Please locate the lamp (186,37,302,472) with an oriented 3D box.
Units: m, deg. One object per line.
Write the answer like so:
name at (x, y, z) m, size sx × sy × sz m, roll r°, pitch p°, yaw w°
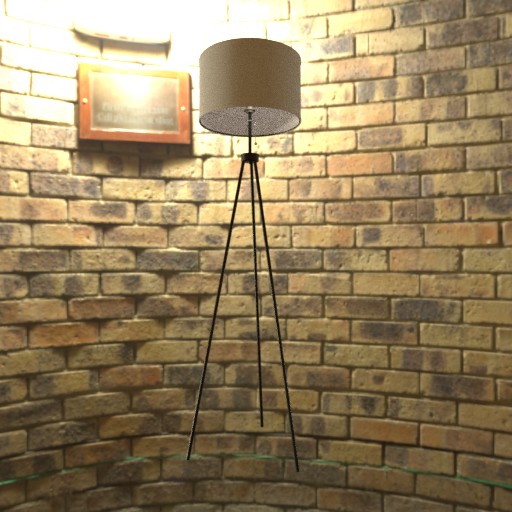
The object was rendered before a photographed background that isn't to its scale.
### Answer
lamp at (0.000, 0.000, 1.759) m, size 0.458 × 1.545 × 0.448 m, roll 0°, pitch 0°, yaw 37°
